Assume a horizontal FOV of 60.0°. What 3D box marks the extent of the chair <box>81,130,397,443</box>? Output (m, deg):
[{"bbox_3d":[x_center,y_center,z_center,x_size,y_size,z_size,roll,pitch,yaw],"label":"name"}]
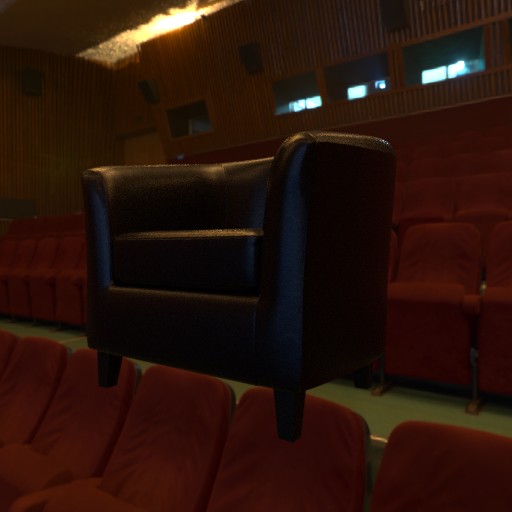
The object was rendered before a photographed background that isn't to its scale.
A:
[{"bbox_3d":[0.000,0.000,1.366,0.793,0.756,0.727,1,1,35],"label":"chair"}]
